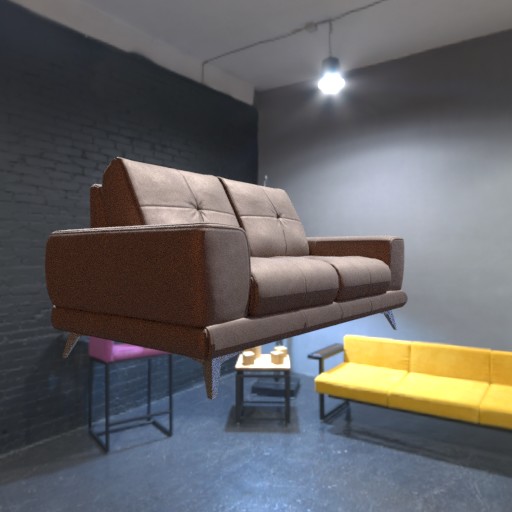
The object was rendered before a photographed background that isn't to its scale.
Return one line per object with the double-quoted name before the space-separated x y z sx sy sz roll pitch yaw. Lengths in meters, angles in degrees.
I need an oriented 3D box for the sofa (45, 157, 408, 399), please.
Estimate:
"sofa" 0.000 0.000 2.344 1.018 0.907 1.806 0 1 38
